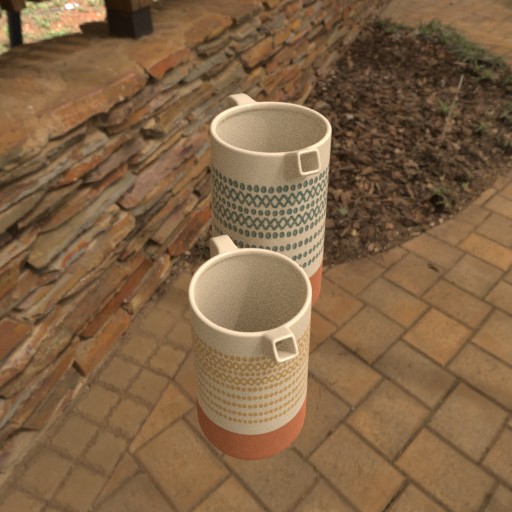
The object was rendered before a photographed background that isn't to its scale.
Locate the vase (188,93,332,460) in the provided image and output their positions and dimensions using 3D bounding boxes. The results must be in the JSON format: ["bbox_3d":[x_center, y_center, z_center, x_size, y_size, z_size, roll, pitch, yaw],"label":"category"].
[{"bbox_3d":[0.000,0.000,0.472,0.168,0.247,0.326,12,42,13],"label":"vase"}]
